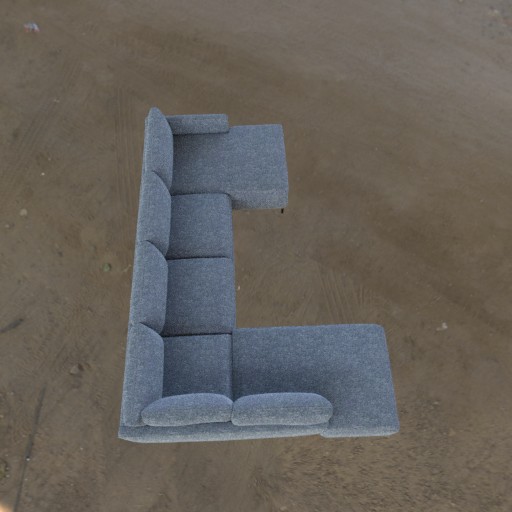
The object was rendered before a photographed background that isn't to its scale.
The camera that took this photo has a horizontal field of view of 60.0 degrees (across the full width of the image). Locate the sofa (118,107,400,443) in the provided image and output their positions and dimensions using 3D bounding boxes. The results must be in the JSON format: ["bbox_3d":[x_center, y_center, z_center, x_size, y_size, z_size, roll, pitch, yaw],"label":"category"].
[{"bbox_3d":[0.000,0.000,3.573,1.879,0.756,2.737,-2,64,-1],"label":"sofa"}]
